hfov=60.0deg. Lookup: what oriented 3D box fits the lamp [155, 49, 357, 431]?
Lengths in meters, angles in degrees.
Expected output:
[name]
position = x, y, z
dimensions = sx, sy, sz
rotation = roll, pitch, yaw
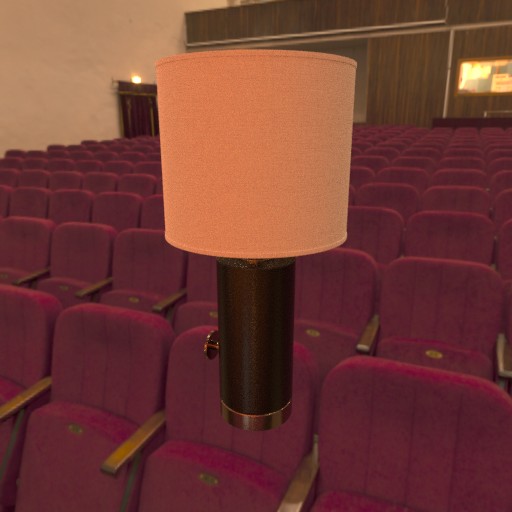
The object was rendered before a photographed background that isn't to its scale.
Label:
[lamp]
position = 0.000, 0.000, 0.607
dimensions = 0.240, 0.482, 0.241
rotation = 7, 18, 24
